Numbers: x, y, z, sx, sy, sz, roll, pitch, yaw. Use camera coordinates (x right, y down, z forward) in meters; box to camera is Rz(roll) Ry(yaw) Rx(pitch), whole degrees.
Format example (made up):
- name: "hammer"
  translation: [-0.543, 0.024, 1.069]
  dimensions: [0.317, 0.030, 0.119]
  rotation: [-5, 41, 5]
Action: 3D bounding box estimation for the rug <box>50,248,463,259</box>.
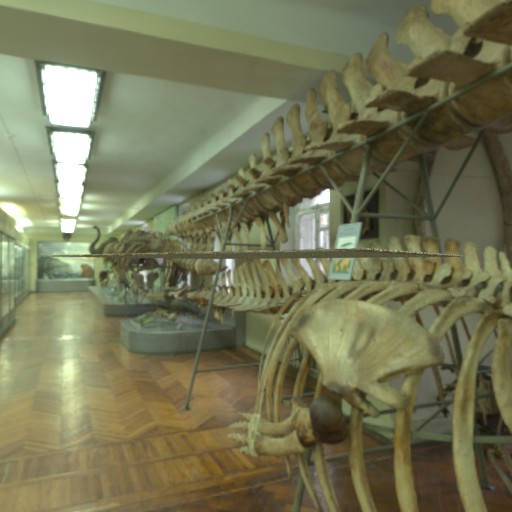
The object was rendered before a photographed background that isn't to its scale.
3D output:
- name: "rug"
  translation: [0.000, 0.000, 4.323]
  dimensions: [3.291, 0.017, 2.431]
  rotation: [-1, -1, 36]
